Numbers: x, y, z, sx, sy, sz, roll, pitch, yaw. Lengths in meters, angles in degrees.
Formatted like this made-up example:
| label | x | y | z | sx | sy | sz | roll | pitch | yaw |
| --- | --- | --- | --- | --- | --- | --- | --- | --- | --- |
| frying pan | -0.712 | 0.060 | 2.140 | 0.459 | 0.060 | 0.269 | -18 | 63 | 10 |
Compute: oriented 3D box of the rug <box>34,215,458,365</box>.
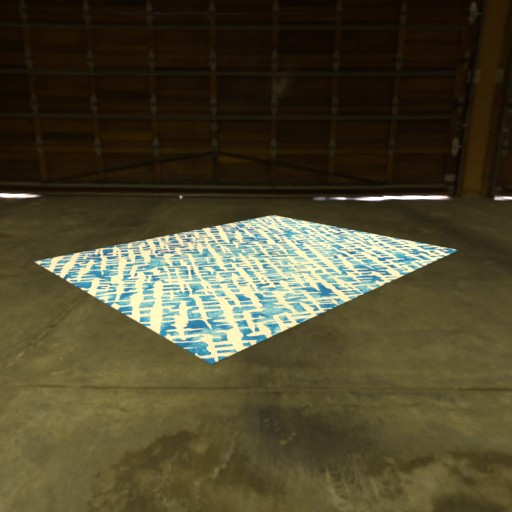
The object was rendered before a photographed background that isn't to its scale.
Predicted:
| label | x | y | z | sx | sy | sz | roll | pitch | yaw |
| --- | --- | --- | --- | --- | --- | --- | --- | --- | --- |
| rug | 0.000 | 0.000 | 4.017 | 3.007 | 0.007 | 2.435 | -15 | 22 | -42 |
